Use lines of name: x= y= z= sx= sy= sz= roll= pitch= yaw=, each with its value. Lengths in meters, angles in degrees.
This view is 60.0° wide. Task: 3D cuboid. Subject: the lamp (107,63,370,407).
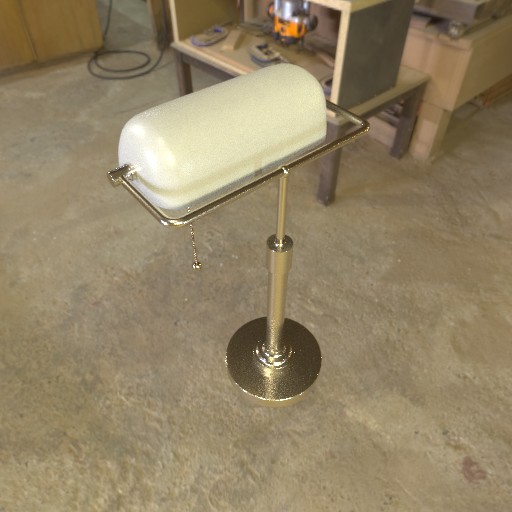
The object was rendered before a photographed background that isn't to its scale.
lamp: x=0.000 y=0.000 z=0.554 sx=0.269 sy=0.404 sz=0.227 roll=-31 pitch=53 yaw=-26
